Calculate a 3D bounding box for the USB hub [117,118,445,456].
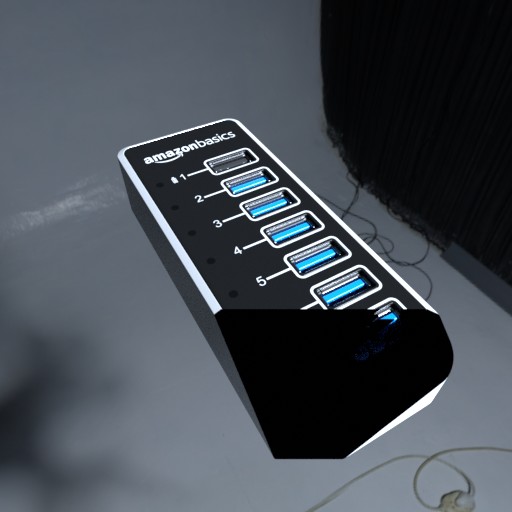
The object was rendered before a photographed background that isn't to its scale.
[{"bbox_3d":[0.000,0.000,0.127,0.044,0.023,0.110,-23,51,-20],"label":"USB hub"}]
